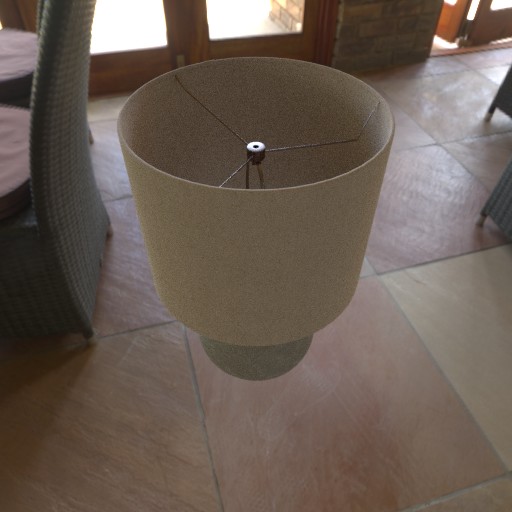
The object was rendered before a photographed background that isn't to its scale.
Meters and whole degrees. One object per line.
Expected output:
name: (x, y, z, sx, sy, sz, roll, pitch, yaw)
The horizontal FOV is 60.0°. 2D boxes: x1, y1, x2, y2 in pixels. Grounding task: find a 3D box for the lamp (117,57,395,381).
lamp: (0.000, 0.000, 0.581, 0.269, 0.409, 0.269, -9, 46, -9)
